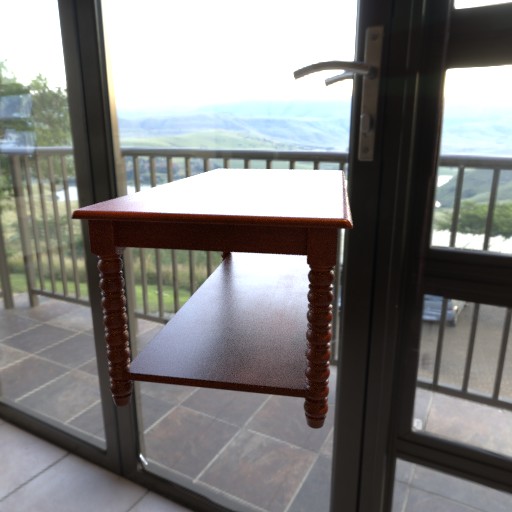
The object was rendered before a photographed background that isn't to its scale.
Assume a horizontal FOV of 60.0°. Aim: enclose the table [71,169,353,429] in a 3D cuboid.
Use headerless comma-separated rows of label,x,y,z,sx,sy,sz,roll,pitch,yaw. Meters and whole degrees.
table,0.000,0.000,1.491,0.580,0.485,1.171,3,16,10
